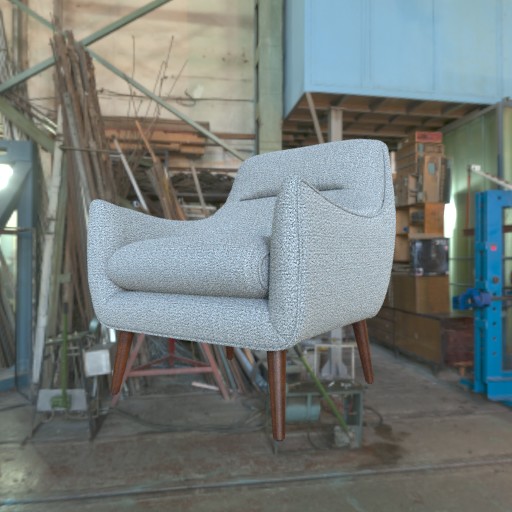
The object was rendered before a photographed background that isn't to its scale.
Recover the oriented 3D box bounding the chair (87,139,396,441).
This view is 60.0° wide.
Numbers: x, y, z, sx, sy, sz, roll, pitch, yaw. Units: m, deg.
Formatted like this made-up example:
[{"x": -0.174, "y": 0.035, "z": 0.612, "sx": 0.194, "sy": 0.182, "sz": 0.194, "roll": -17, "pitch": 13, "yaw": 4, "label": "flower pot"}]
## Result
[{"x": 0.000, "y": 0.000, "z": 1.442, "sx": 0.762, "sy": 0.838, "sz": 0.787, "roll": 0, "pitch": 0, "yaw": 35, "label": "chair"}]
